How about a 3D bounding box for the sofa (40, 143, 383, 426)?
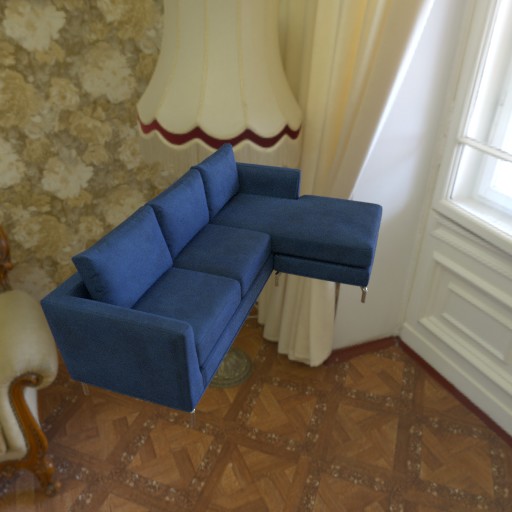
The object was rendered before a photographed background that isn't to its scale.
[{"bbox_3d":[0.000,0.000,3.245,1.622,0.987,2.438,10,32,16],"label":"sofa"}]
